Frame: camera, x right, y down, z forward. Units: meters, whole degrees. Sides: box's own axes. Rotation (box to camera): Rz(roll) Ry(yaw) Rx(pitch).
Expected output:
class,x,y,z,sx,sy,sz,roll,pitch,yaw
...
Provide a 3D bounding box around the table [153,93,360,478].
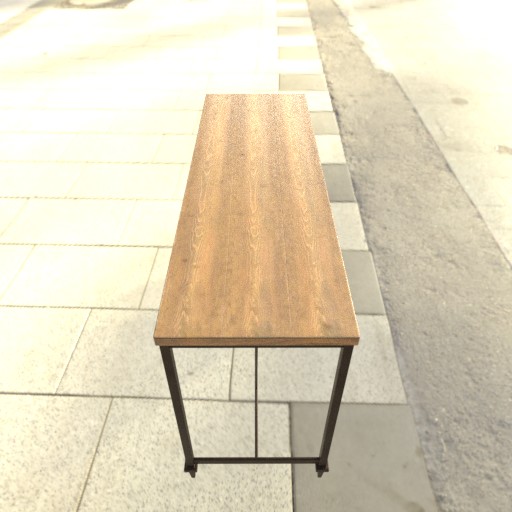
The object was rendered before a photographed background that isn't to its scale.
class,x,y,z,sx,sy,sz,roll,pitch,yaw
table,0.000,0.000,2.100,0.551,0.902,1.700,0,41,0
